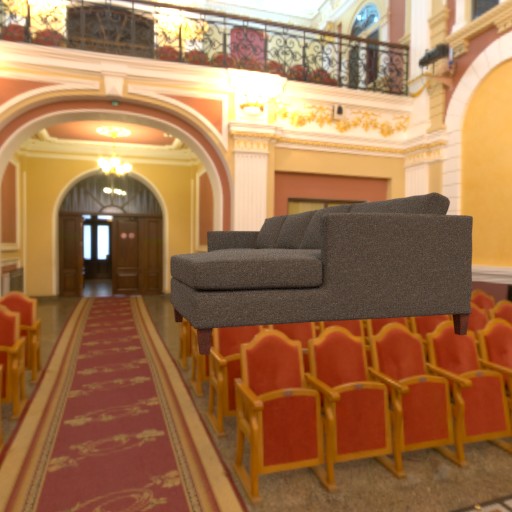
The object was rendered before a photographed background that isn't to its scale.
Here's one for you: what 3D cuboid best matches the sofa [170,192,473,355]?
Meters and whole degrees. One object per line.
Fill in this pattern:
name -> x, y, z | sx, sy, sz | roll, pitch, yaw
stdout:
sofa -> 0.000, 0.000, 3.799 | 1.625, 0.846, 3.186 | 0, 2, -17
